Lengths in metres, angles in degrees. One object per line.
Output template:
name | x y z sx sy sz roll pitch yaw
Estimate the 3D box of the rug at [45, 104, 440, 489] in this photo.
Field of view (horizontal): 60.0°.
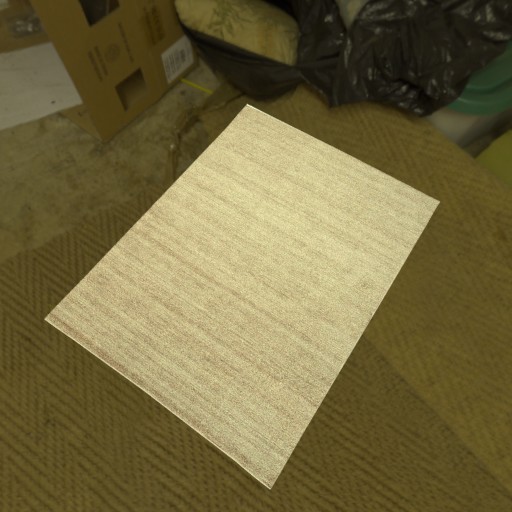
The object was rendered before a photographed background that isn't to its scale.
rug | 0.000 0.000 4.276 2.434 0.045 3.202 31 67 15
